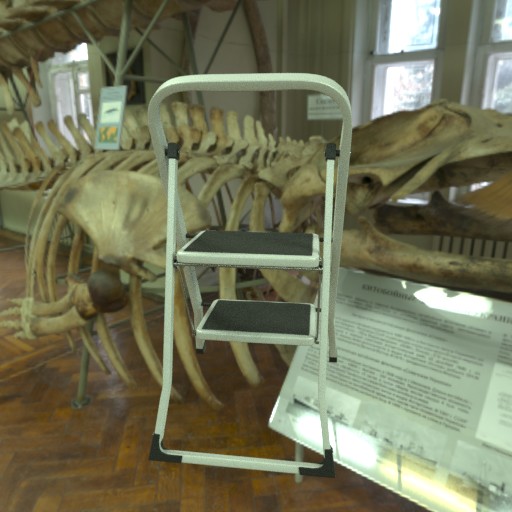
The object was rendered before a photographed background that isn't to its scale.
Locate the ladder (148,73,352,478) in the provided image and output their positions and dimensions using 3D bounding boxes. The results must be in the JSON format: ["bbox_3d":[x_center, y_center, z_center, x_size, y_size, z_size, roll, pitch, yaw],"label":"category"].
[{"bbox_3d":[0.000,0.000,1.102,0.460,0.810,0.544,2,16,7],"label":"ladder"}]
